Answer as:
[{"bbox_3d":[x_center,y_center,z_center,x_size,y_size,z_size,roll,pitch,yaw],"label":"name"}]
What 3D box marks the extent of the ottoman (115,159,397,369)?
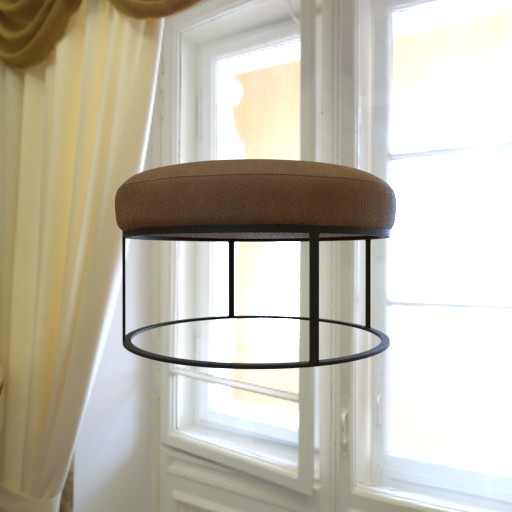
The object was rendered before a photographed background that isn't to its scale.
[{"bbox_3d":[0.000,0.000,1.272,0.771,0.460,0.771,0,0,0],"label":"ottoman"}]
